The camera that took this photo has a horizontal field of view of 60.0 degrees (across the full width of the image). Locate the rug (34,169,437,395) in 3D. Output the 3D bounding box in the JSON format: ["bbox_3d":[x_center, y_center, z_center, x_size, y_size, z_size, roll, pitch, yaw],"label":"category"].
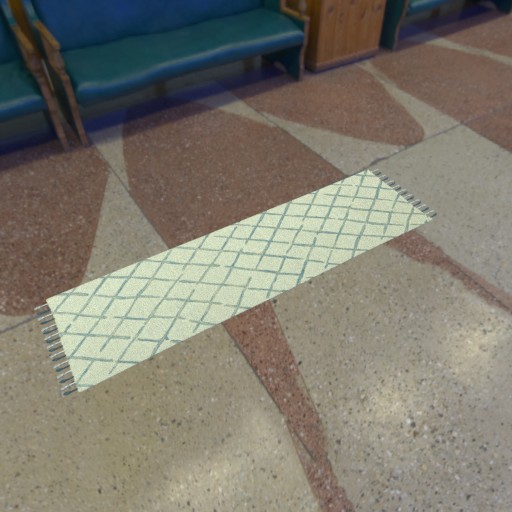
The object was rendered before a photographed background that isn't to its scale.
[{"bbox_3d":[0.000,0.000,2.574,2.372,0.008,0.620,-24,51,-21],"label":"rug"}]
